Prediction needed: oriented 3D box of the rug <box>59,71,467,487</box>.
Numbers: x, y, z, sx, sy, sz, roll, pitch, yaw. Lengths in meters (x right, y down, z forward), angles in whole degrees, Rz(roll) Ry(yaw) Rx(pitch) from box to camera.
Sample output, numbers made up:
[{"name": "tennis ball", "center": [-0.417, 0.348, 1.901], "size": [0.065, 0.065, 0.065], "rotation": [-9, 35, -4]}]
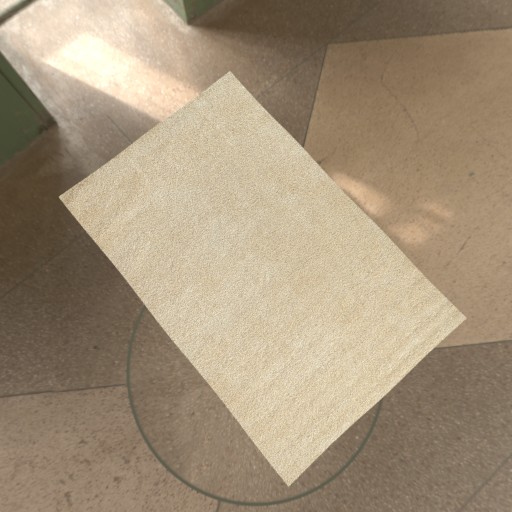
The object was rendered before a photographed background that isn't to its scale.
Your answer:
[{"name": "rug", "center": [0.000, 0.000, 2.902], "size": [1.500, 0.025, 2.346], "rotation": [-40, 80, -9]}]
